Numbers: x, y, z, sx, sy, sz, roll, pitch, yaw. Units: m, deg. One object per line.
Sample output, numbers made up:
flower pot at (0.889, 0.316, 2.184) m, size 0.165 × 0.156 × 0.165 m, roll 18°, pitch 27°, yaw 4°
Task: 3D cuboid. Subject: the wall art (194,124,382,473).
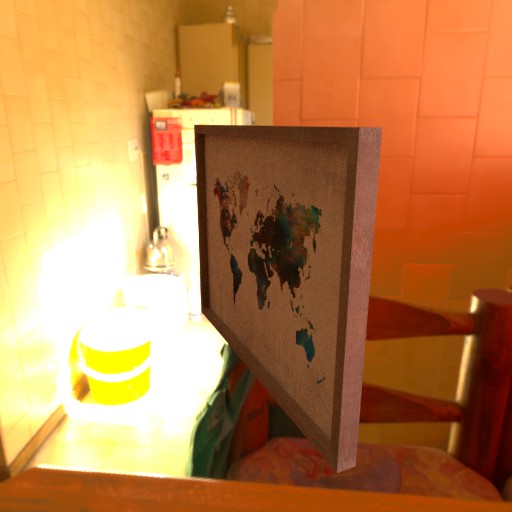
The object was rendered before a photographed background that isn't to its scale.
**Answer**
wall art at (0.000, 0.000, 1.787) m, size 0.070 × 1.009 × 1.320 m, roll -8°, pitch 18°, yaw -24°
